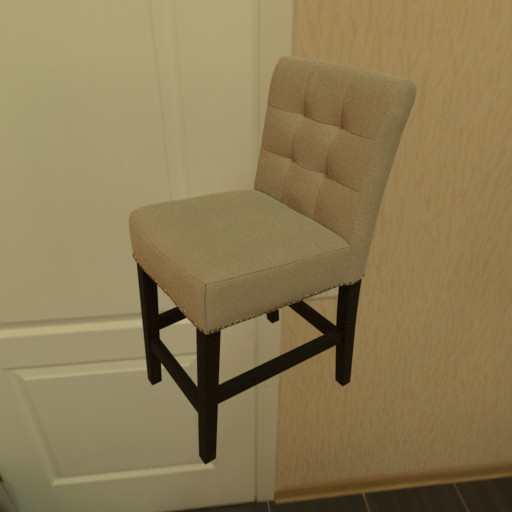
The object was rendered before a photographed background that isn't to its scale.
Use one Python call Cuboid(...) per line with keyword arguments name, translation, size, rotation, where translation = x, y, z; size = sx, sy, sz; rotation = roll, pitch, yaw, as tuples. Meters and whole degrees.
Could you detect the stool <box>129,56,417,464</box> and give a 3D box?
Cuboid(name="stool", translation=(0.000, 0.000, 1.160), size=(0.571, 0.885, 0.427), rotation=(-21, 38, -30))
